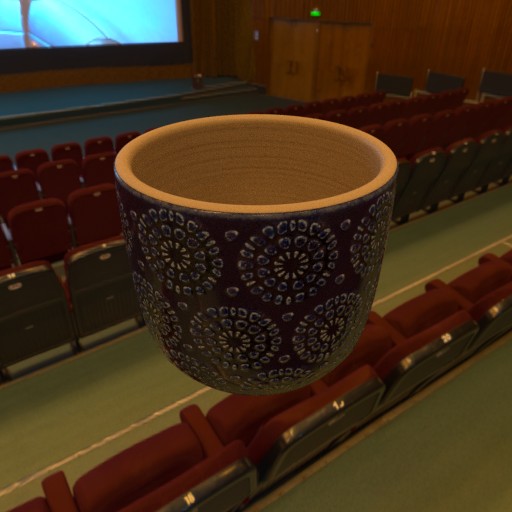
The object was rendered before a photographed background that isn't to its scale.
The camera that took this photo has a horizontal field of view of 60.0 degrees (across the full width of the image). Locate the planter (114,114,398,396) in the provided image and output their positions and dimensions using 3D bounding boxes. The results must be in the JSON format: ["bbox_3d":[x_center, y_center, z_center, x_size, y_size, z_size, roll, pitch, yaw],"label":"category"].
[{"bbox_3d":[0.000,0.000,0.302,0.165,0.149,0.165,0,32,0],"label":"planter"}]
